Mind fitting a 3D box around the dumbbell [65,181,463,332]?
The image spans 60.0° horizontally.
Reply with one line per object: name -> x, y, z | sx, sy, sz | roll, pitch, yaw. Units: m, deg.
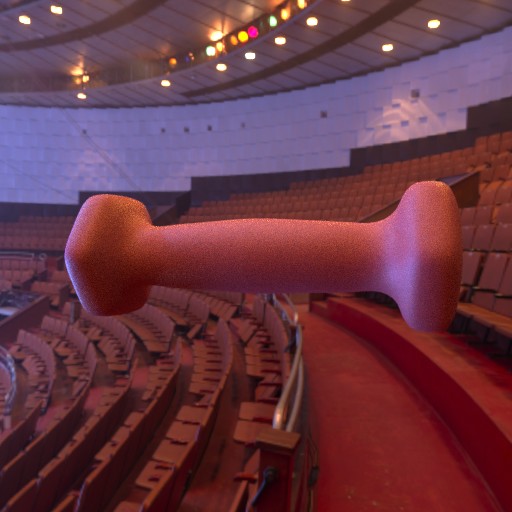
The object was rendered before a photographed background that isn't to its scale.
dumbbell -> 0.000, 0.000, 0.147 | 0.123, 0.043, 0.047 | 0, 1, 16
